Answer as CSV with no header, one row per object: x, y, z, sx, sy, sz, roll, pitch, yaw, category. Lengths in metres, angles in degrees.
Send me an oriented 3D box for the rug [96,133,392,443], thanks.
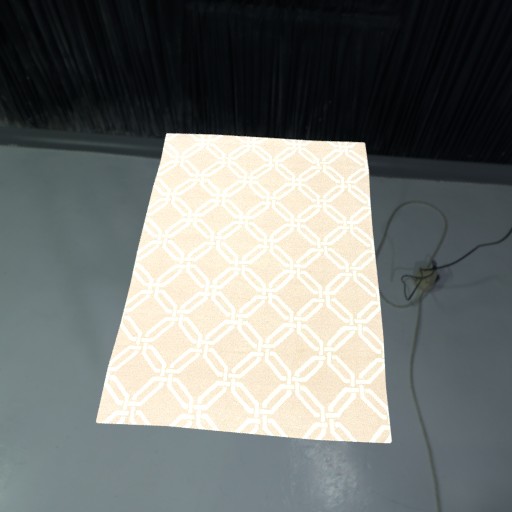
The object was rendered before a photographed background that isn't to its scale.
0.000,0.000,2.809,1.524,0.013,2.135,3,58,2,rug
